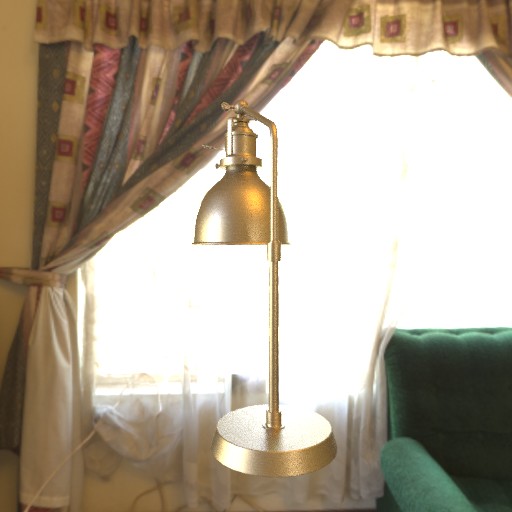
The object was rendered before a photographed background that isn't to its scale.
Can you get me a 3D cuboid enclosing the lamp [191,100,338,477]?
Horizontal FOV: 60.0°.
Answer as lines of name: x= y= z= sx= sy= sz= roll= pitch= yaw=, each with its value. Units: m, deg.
lamp: x=0.000 y=0.000 z=0.596 sx=0.153 sy=0.456 sz=0.286 roll=-1 pitch=2 yaw=-19
